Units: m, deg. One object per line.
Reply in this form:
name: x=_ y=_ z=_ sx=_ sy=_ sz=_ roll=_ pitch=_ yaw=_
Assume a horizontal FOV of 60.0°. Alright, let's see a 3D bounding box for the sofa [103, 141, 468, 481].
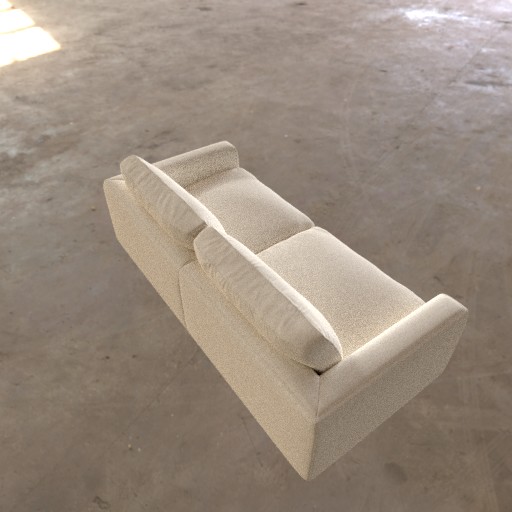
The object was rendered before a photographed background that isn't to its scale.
sofa: x=0.000 y=0.000 z=2.746 sx=1.070 sy=0.801 sz=2.262 roll=-26 pitch=48 yaw=-26
